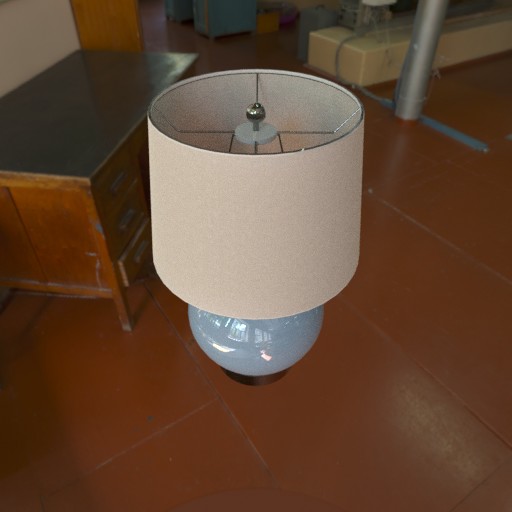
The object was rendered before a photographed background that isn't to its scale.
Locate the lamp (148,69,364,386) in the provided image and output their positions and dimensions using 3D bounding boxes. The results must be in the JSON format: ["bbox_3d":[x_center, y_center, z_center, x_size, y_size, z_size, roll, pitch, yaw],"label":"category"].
[{"bbox_3d":[0.000,0.000,0.552,0.247,0.387,0.247,0,41,0],"label":"lamp"}]
